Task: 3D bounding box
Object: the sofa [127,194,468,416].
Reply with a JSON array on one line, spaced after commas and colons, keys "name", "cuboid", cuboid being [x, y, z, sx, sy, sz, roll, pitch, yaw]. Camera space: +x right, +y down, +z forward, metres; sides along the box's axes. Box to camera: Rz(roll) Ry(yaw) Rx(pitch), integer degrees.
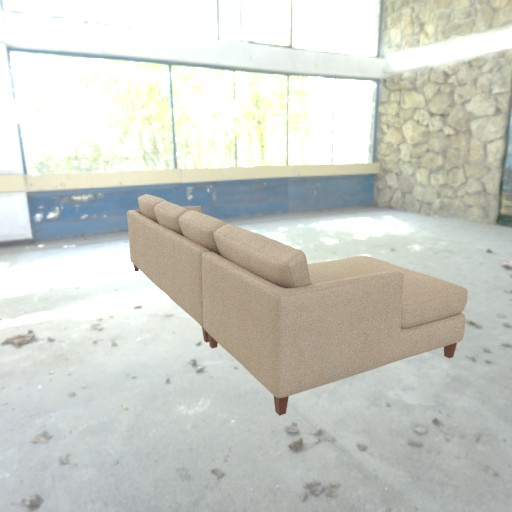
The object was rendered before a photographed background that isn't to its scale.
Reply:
[{"name": "sofa", "cuboid": [0.000, 0.000, 3.865, 1.502, 0.876, 3.201, -8, 16, -28]}]
